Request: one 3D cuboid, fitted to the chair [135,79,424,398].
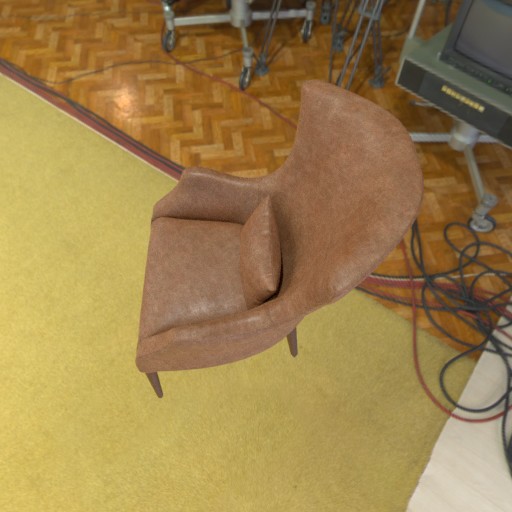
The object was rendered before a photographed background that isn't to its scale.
[{"bbox_3d":[0.000,0.000,1.739,0.955,1.067,0.846,-1,58,-1],"label":"chair"}]
